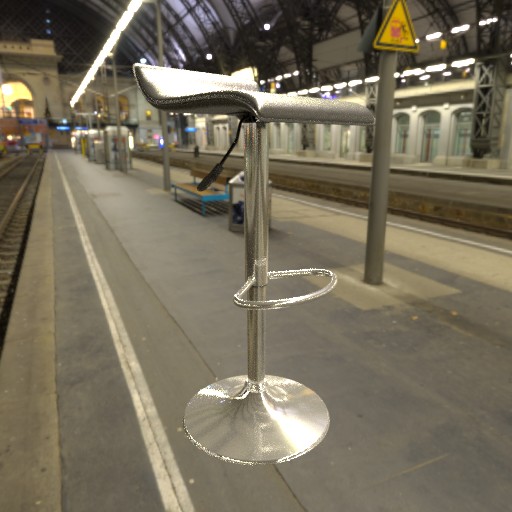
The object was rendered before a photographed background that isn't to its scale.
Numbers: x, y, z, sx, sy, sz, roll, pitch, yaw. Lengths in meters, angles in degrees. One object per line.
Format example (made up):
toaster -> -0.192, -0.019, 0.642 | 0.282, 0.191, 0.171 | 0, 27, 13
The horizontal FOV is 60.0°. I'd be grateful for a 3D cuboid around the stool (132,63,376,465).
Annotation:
stool -> 0.000, 0.000, 1.051 | 0.381, 0.851, 0.381 | 14, 20, 43
